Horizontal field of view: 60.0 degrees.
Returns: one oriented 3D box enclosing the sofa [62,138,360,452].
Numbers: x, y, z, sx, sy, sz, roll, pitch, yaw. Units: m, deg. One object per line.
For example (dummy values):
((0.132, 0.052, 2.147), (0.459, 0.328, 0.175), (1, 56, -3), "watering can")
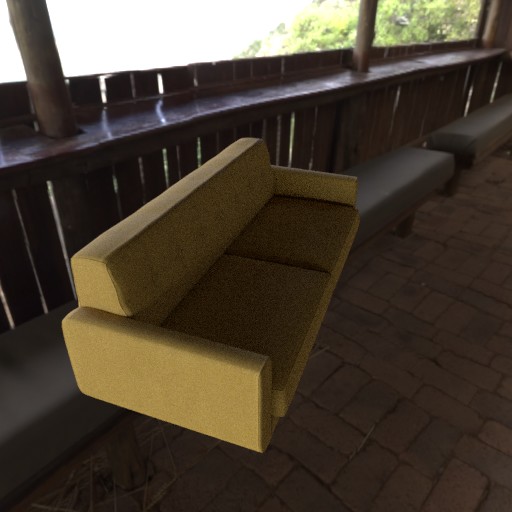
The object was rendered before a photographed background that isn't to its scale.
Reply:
((0.000, 0.000, 2.506), (0.909, 0.841, 2.029), (11, 32, 18), "sofa")
